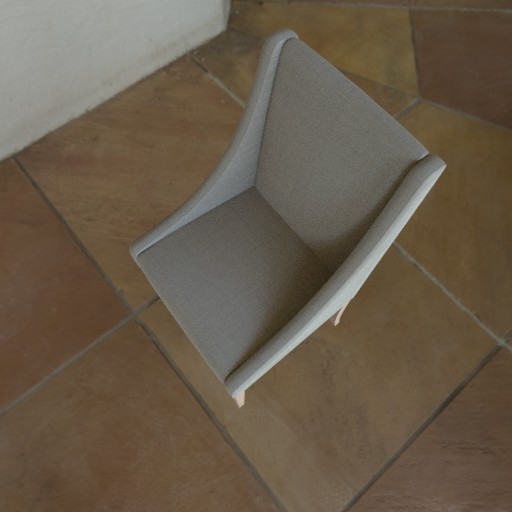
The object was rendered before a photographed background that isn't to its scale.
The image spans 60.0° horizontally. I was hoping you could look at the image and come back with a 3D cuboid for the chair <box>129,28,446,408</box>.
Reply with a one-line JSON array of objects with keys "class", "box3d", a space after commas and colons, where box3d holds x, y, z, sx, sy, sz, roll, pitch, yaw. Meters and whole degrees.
[{"class": "chair", "box3d": [0.000, 0.000, 1.374, 0.611, 1.021, 0.575, -35, 69, -15]}]
